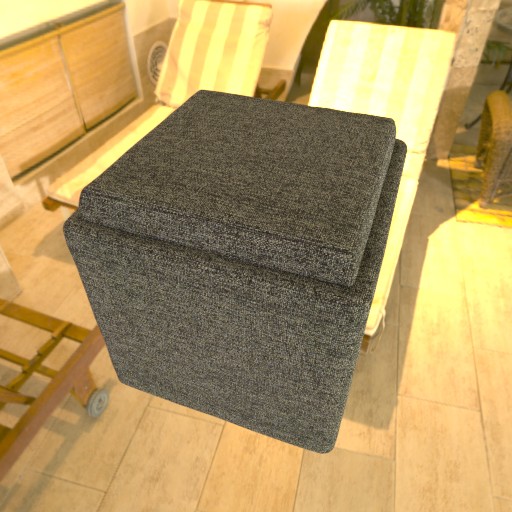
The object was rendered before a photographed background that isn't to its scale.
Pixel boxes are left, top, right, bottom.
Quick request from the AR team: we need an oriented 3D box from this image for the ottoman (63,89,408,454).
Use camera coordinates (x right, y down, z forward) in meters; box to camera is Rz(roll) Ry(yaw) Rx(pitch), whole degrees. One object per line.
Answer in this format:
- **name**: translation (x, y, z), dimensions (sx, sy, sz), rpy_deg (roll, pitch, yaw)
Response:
- **ottoman**: translation (0.000, 0.000, 0.839), dimensions (0.450, 0.463, 0.450), rpy_deg (14, 44, 15)
